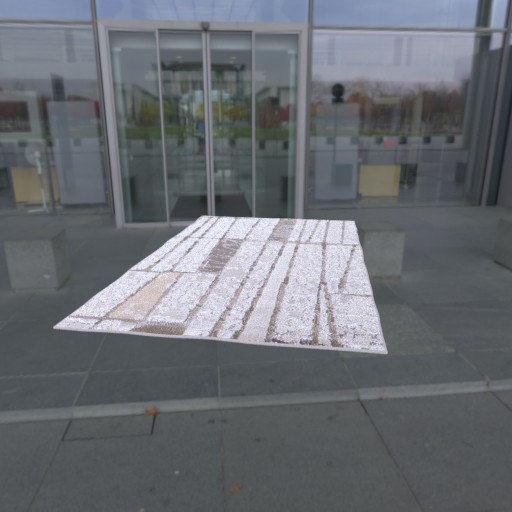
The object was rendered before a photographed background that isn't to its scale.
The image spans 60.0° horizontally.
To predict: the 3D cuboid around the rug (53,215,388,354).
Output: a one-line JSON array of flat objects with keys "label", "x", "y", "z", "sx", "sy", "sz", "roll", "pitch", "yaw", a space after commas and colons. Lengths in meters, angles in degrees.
[{"label": "rug", "x": 0.000, "y": 0.000, "z": 1.070, "sx": 0.515, "sy": 0.007, "sz": 0.867, "roll": 3, "pitch": 17, "yaw": 9}]
